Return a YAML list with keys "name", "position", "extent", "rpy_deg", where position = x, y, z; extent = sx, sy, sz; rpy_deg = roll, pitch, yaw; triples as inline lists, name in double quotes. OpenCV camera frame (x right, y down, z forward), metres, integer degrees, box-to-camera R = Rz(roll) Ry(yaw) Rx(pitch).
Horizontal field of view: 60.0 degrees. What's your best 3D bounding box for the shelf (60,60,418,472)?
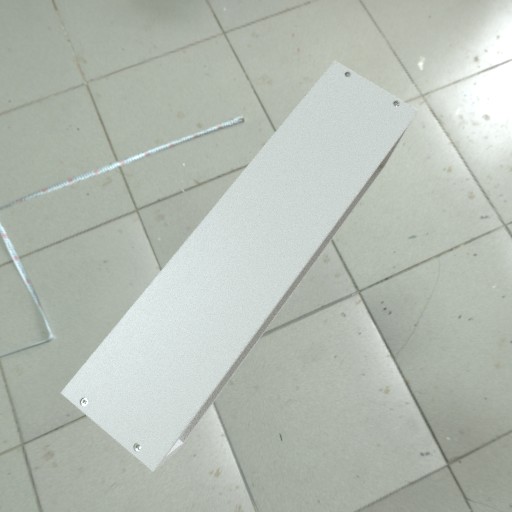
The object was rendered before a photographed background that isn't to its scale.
- name: "shelf"
  position: [0.000, 0.000, 0.684]
  extent: [0.150, 0.170, 0.610]
  rpy_deg: [35, 77, 10]
